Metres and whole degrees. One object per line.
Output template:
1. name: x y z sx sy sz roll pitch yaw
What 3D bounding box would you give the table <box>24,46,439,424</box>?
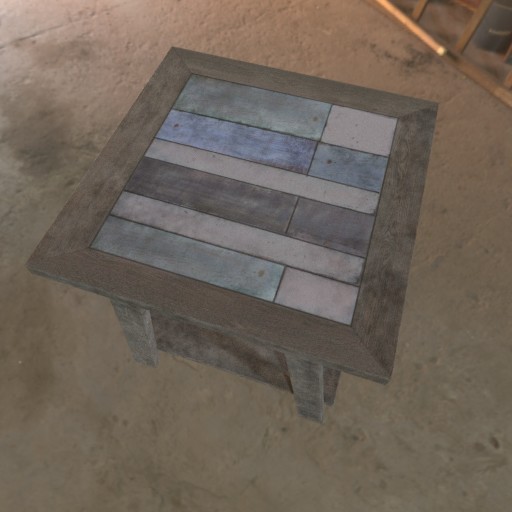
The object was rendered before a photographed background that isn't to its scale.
1. table: 0.000 0.000 1.095 0.610 0.610 0.610 16 61 9
